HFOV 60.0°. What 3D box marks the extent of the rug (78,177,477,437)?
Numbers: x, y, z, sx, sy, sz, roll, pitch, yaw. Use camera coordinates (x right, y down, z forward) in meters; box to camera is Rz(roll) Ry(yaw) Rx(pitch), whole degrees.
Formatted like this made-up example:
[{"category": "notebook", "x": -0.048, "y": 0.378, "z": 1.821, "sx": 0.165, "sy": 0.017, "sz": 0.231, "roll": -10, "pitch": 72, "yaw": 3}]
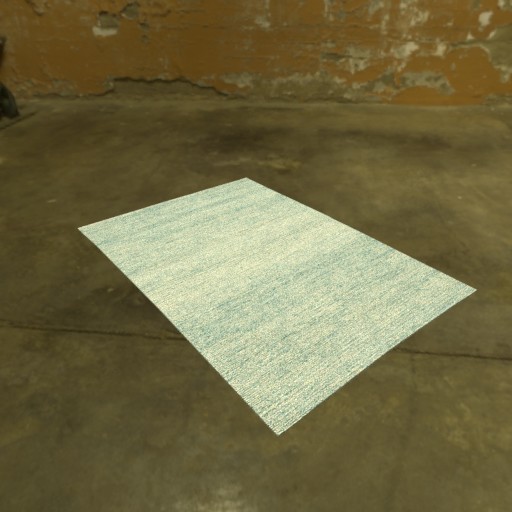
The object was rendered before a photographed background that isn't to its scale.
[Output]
[{"category": "rug", "x": 0.000, "y": 0.000, "z": 3.011, "sx": 1.613, "sy": 0.030, "sz": 2.306, "roll": -23, "pitch": 39, "yaw": -32}]
